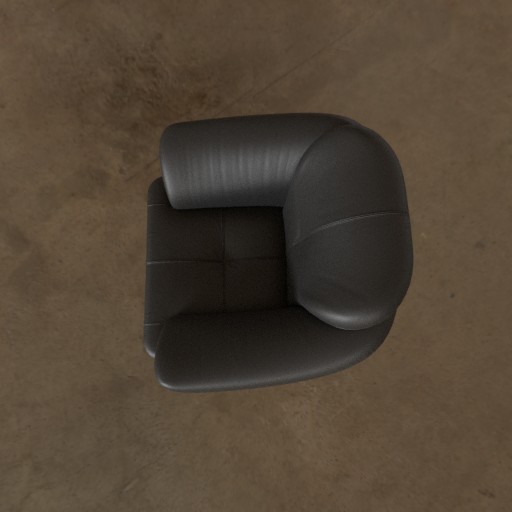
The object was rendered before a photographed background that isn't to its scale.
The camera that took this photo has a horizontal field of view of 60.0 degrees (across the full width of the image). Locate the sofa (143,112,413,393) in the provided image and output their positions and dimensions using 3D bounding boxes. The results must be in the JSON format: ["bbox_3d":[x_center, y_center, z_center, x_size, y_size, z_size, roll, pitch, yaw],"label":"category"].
[{"bbox_3d":[0.000,0.000,1.515,0.794,0.811,0.870,-2,76,0],"label":"sofa"}]
